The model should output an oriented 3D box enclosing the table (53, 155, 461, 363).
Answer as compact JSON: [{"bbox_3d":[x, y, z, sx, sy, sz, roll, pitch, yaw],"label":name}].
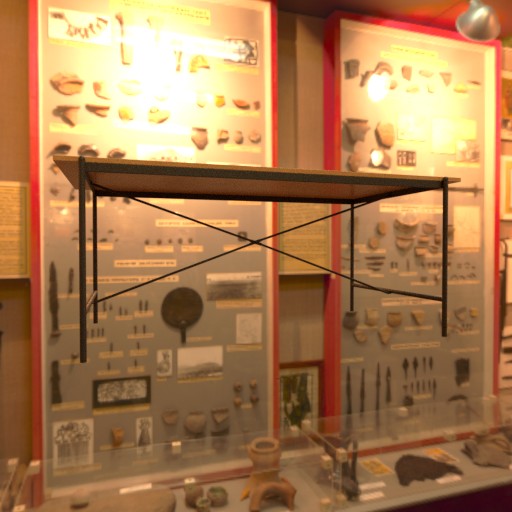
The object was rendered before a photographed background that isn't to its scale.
[{"bbox_3d":[0.000,0.000,2.282,1.800,0.758,0.900,0,1,-17],"label":"table"}]
